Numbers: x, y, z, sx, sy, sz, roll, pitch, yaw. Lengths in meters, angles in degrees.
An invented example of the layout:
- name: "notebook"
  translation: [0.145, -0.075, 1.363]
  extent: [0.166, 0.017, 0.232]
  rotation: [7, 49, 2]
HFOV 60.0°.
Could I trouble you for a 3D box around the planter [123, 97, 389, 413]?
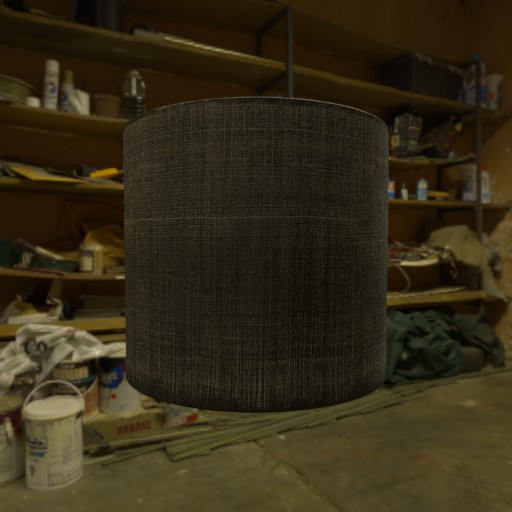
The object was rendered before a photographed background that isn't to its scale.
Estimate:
- name: "planter"
  translation: [0.000, 0.000, 0.387]
  extent: [0.221, 0.201, 0.221]
  rotation: [0, 1, 0]
